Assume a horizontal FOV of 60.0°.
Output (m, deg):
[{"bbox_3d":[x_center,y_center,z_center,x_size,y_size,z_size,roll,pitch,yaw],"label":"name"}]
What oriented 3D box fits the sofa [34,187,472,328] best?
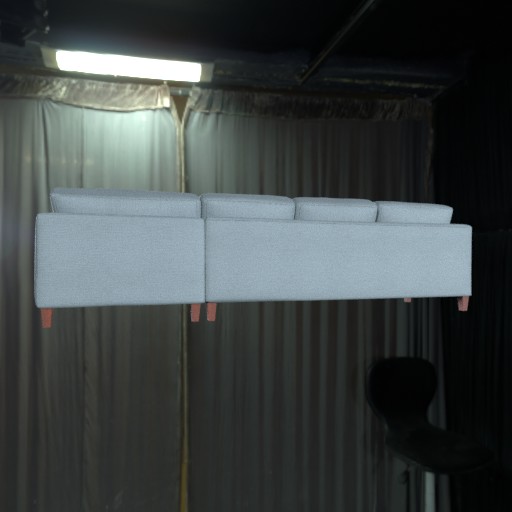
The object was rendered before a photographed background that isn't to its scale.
[{"bbox_3d":[0.000,0.000,4.080,3.471,0.950,1.604,0,0,-17],"label":"sofa"}]
